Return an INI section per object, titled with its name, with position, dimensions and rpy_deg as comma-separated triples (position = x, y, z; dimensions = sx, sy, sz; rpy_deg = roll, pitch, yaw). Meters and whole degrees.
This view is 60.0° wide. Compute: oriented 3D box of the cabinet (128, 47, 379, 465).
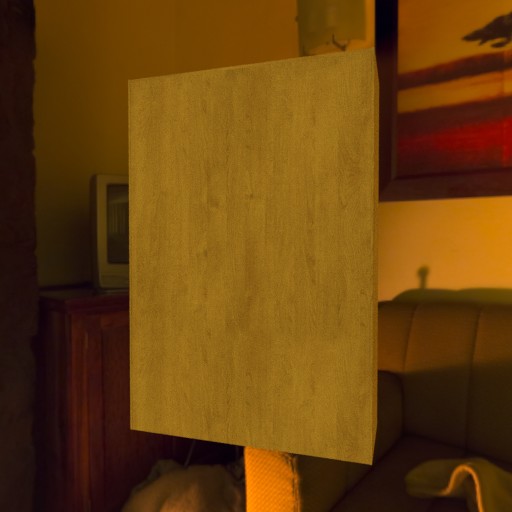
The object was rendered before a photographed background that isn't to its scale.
[cabinet]
position = 0.000, 0.000, 2.467
dimensions = 1.290, 1.910, 0.510
rpy_deg = 0, 1, 18
